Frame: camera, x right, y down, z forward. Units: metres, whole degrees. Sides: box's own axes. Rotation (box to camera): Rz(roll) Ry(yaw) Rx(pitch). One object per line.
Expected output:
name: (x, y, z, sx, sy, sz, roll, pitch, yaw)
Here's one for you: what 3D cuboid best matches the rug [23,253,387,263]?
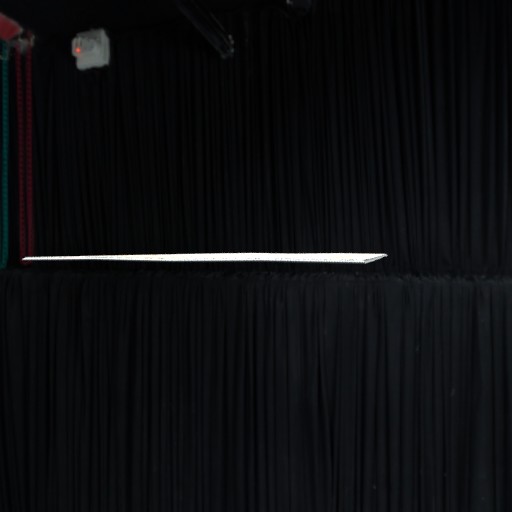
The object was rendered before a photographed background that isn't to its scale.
rug: (0.000, 0.000, 3.746, 2.043, 0.026, 2.901, 0, 1, 18)
